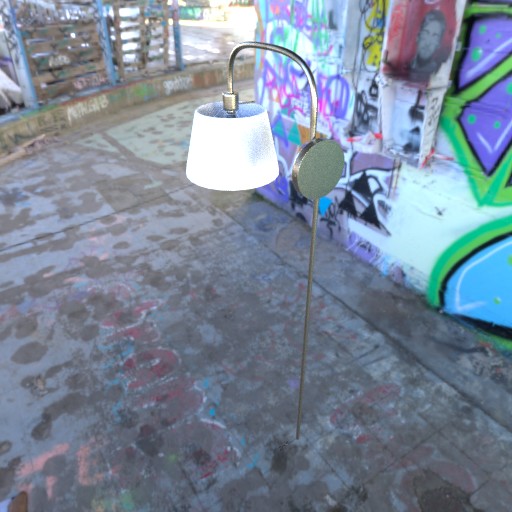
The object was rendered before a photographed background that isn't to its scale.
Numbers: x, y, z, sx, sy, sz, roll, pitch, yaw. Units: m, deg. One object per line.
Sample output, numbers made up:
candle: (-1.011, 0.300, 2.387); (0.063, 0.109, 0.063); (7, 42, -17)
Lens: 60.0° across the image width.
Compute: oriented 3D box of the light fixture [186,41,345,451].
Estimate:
light fixture: (0.000, 0.000, 0.455); (0.092, 0.399, 0.176); (-19, 37, -28)
